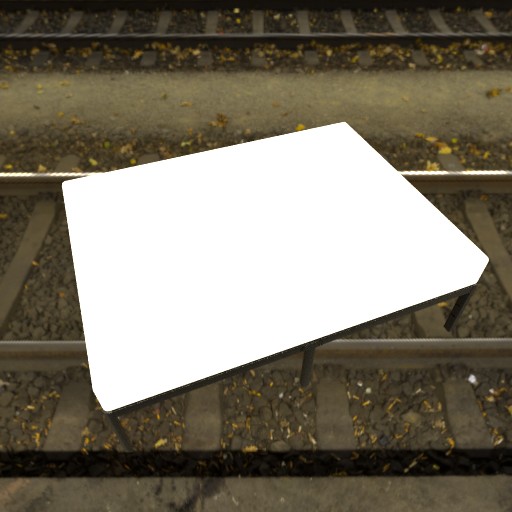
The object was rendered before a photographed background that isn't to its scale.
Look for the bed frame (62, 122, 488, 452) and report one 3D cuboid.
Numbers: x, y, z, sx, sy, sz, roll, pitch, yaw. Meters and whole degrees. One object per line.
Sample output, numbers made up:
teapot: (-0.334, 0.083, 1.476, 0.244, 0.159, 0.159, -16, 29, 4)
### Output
bed frame: (0.000, 0.000, 2.791, 2.072, 0.659, 1.557, -16, 48, -15)
